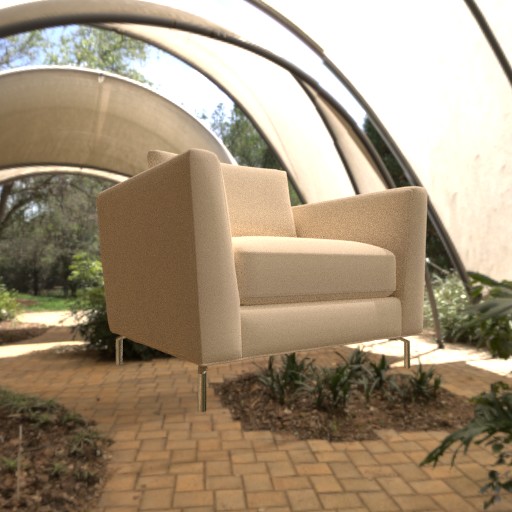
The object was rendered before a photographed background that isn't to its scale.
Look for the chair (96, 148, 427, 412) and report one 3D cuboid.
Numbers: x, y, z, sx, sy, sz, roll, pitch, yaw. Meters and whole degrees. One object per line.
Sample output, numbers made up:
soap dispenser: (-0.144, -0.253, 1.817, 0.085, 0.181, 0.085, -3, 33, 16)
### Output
chair: (0.000, 0.000, 1.774, 1.041, 0.865, 0.889, 1, -2, -35)
